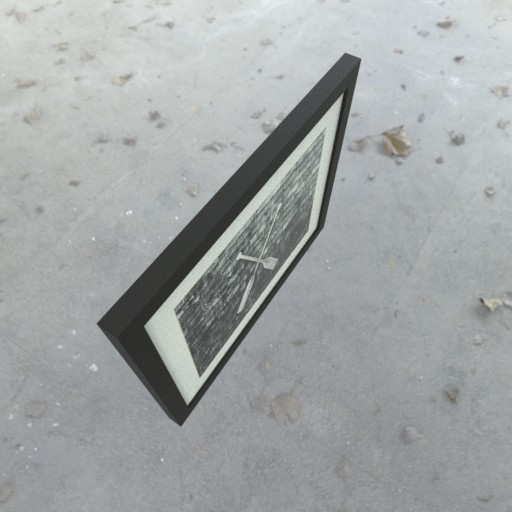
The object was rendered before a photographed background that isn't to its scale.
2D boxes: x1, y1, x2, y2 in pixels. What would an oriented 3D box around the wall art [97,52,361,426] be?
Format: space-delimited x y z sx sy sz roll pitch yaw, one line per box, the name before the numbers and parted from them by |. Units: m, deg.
wall art | 0.000 0.000 0.774 0.029 0.457 0.558 29 63 17
